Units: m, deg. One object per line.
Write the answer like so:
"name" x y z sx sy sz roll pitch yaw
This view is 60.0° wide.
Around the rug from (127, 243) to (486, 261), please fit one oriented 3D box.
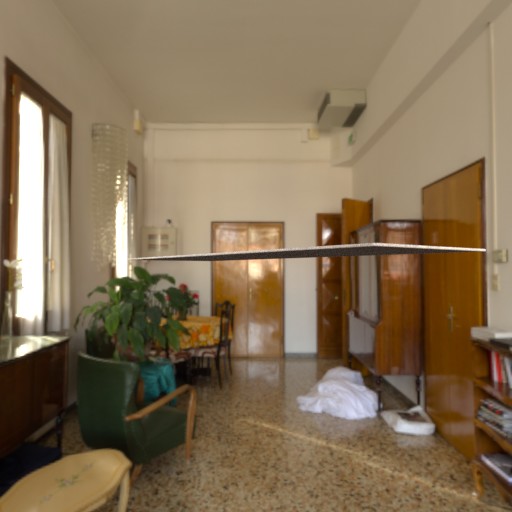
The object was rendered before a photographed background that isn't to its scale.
"rug" 0.000 0.000 2.721 0.750 0.011 2.435 1 -2 -36
